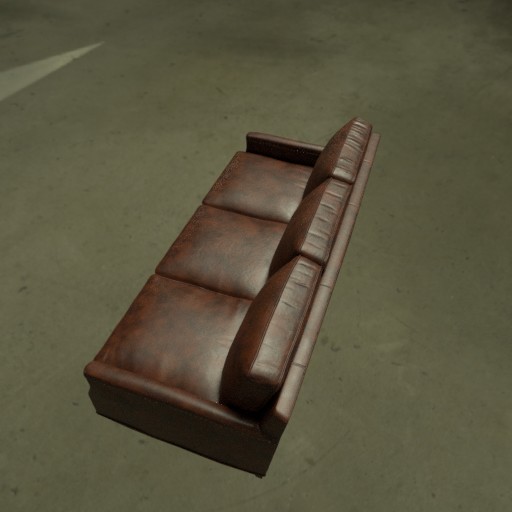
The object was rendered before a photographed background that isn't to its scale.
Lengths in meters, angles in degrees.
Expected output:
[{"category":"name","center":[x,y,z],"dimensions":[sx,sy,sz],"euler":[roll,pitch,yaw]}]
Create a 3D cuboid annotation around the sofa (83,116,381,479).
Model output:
[{"category":"sofa","center":[0.000,0.000,2.768],"dimensions":[1.084,1.003,2.240],"euler":[15,49,13]}]
